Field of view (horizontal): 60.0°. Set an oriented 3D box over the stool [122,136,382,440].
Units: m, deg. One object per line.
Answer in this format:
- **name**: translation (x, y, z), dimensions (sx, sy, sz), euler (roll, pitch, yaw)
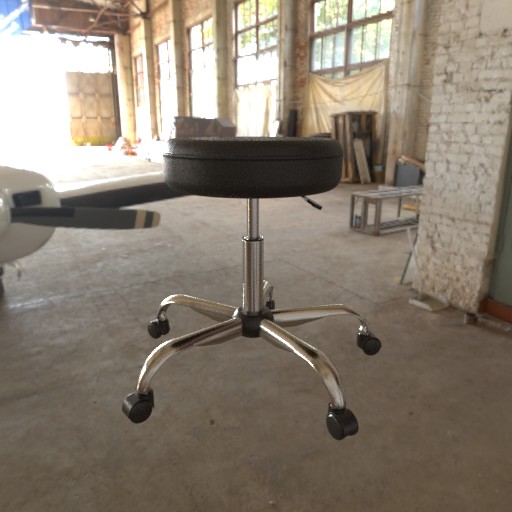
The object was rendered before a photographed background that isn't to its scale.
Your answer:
- **stool**: translation (0.000, 0.000, 1.114), dimensions (0.673, 0.576, 0.638), euler (2, 16, 8)
